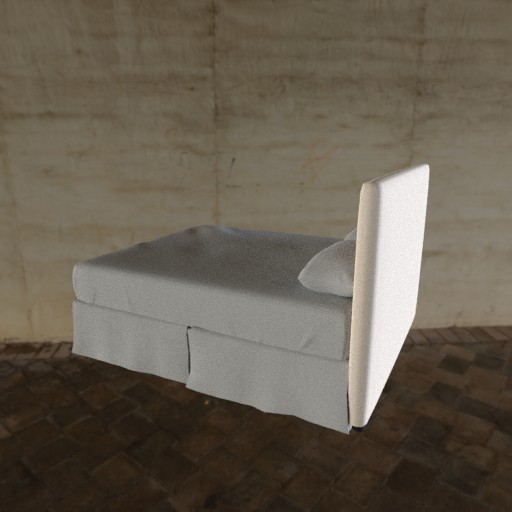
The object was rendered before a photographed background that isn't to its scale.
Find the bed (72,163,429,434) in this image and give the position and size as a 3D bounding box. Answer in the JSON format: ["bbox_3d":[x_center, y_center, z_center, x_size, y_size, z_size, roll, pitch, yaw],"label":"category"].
[{"bbox_3d":[0.000,0.000,3.285,2.142,1.330,1.748,8,17,26],"label":"bed"}]
